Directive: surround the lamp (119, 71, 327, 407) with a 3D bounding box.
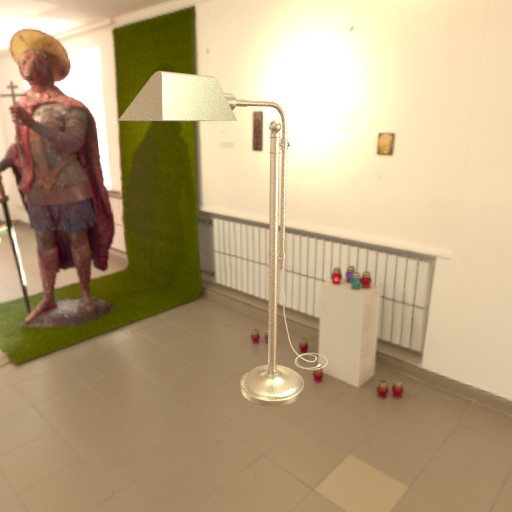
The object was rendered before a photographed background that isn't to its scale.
[{"bbox_3d":[0.000,0.000,0.962,0.159,0.708,0.546,15,22,41],"label":"lamp"}]
